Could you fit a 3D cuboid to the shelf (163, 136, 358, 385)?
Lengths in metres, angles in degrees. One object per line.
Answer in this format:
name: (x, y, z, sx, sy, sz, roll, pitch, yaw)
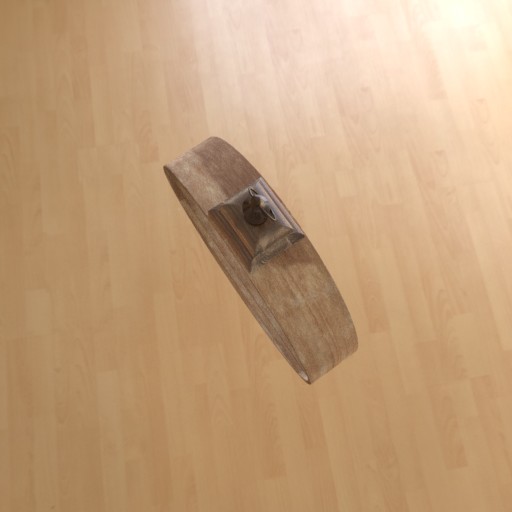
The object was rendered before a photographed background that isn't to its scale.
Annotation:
shelf: (0.000, 0.000, 1.002, 0.125, 0.725, 0.601, -34, 79, -8)
